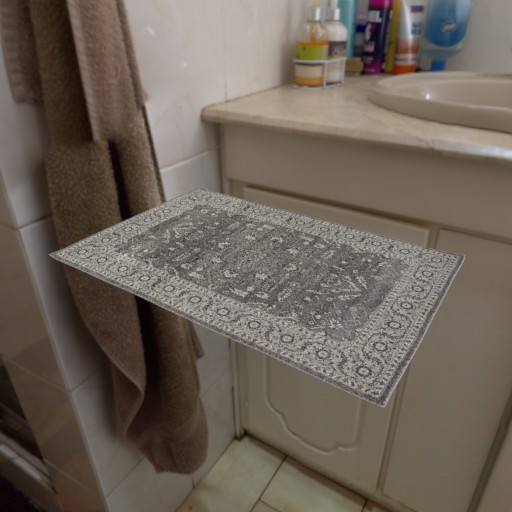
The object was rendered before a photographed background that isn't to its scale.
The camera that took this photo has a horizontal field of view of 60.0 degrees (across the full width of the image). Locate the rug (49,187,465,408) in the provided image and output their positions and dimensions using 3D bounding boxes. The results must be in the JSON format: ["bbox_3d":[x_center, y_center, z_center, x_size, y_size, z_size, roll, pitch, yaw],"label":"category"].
[{"bbox_3d":[0.000,0.000,2.321,1.828,0.019,1.209,18,34,29],"label":"rug"}]
